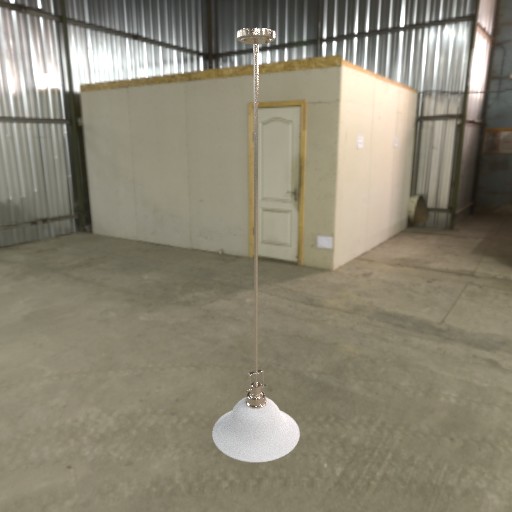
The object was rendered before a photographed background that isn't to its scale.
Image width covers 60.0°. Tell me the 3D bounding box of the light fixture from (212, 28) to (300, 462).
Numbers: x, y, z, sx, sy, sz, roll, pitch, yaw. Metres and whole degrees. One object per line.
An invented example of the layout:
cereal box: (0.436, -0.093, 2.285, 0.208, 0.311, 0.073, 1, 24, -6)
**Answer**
light fixture: (0.000, 0.000, 1.472, 0.324, 1.354, 0.324, -8, 17, -27)
